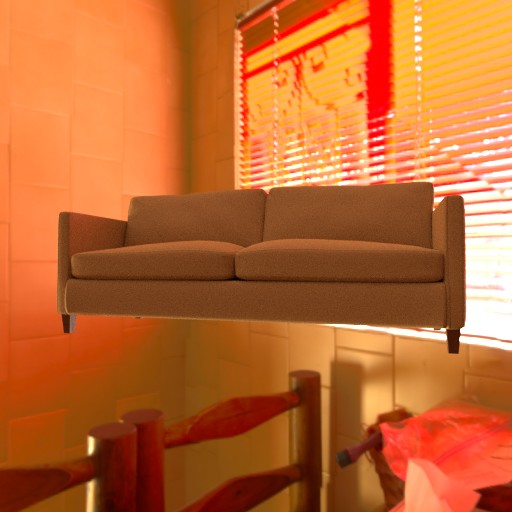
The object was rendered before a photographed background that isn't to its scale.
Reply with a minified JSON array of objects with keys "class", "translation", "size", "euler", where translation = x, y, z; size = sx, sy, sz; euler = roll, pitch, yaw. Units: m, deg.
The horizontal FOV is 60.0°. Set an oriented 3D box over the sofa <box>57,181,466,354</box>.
[{"class":"sofa","translation":[0.000,0.000,2.860],"size":[2.361,0.968,0.951],"euler":[0,-1,17]}]
